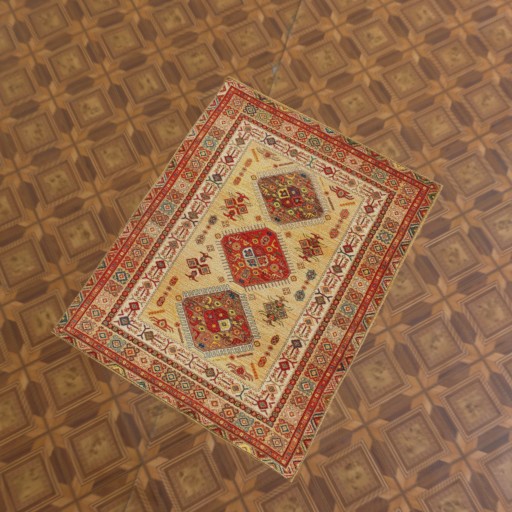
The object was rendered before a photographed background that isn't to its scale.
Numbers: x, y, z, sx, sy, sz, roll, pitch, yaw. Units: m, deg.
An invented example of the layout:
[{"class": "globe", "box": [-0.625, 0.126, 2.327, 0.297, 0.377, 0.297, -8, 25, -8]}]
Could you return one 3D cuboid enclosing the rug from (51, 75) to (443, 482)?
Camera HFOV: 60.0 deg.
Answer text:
[{"class": "rug", "box": [0.000, 0.000, 4.141, 2.460, 0.005, 3.067, 29, 78, 7]}]
